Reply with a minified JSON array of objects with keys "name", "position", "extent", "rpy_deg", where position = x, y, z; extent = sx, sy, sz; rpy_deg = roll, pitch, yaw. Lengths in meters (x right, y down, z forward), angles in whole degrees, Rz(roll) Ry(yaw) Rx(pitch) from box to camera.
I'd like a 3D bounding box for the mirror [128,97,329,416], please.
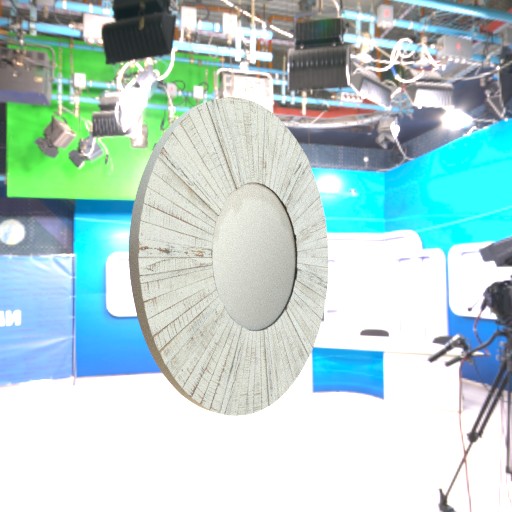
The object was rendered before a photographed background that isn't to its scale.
[{"name":"mirror","position":[0.000,0.000,1.332],"extent":[0.038,0.914,0.914],"rpy_deg":[-1,-3,35]}]
